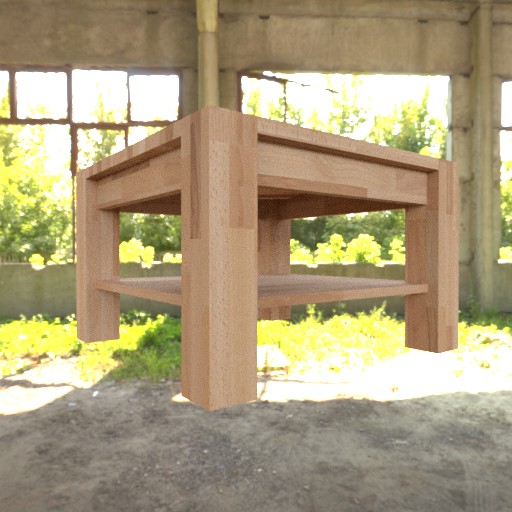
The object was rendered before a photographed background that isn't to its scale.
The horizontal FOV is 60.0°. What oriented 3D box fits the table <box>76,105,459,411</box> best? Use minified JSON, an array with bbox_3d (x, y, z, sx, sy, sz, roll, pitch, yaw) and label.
[{"bbox_3d":[0.000,0.000,1.139,0.700,0.451,0.700,0,1,-37],"label":"table"}]
